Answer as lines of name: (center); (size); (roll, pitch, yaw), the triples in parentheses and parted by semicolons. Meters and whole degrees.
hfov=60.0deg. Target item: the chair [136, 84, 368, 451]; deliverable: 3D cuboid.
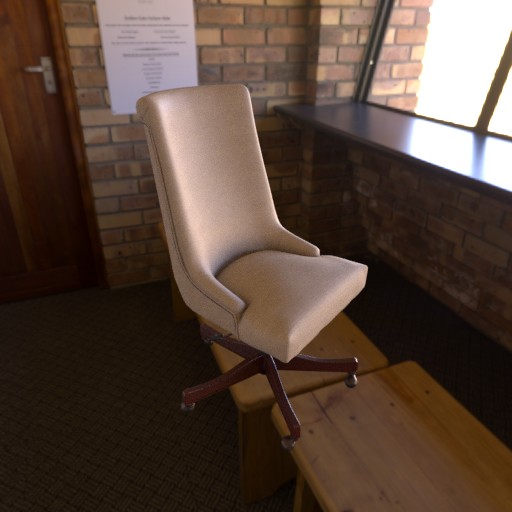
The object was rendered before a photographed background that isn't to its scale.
chair: (0.000, 0.000, 1.475); (0.696, 1.010, 0.645); (19, 32, 32)
